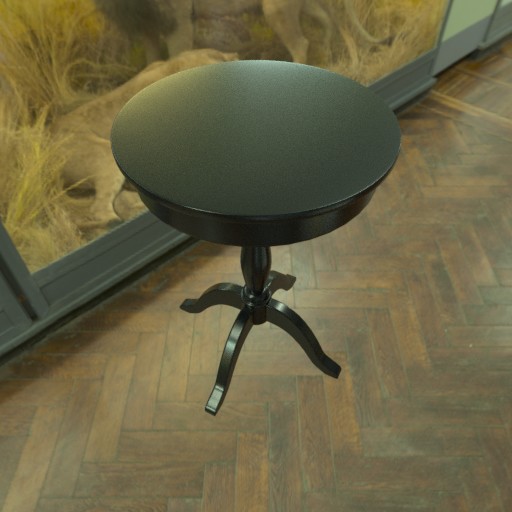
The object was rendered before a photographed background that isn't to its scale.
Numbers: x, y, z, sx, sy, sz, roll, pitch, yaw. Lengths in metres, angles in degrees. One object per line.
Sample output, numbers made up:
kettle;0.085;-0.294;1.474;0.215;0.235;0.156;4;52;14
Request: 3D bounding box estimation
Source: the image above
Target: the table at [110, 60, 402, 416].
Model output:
table;0.000;0.000;0.984;0.481;0.665;0.481;0;47;0
